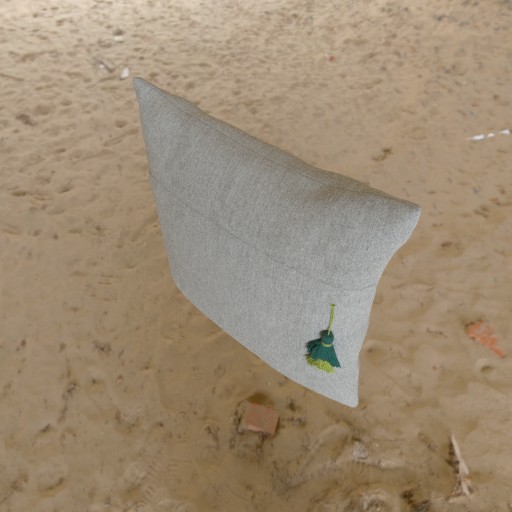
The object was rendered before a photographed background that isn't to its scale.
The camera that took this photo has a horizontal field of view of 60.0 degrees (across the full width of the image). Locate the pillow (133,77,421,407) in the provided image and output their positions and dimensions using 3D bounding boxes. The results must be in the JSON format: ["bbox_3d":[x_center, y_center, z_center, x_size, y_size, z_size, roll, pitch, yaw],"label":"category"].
[{"bbox_3d":[0.000,0.000,0.675,0.433,0.436,0.173,32,54,27],"label":"pillow"}]
